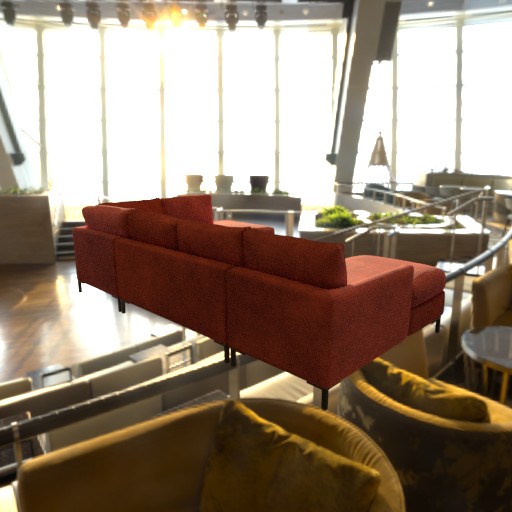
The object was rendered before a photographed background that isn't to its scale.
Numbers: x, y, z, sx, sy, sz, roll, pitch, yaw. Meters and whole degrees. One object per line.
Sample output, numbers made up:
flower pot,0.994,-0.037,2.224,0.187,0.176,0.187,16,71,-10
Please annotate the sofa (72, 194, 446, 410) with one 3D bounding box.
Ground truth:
sofa,0.000,0.000,3.847,2.971,0.858,1.981,12,18,43
